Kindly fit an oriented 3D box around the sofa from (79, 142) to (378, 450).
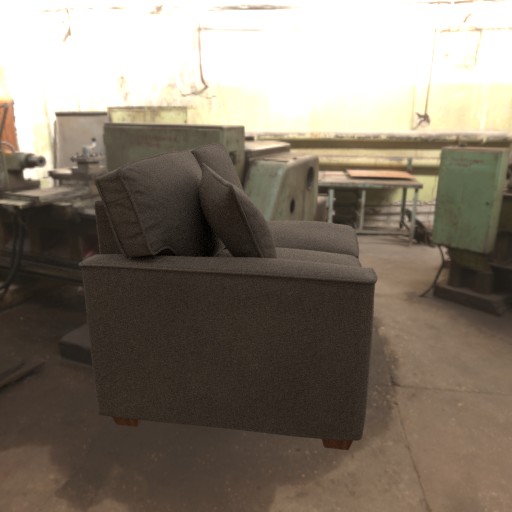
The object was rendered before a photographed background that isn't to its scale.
[{"bbox_3d":[0.000,0.000,2.085,0.991,0.989,1.388,3,17,9],"label":"sofa"}]
